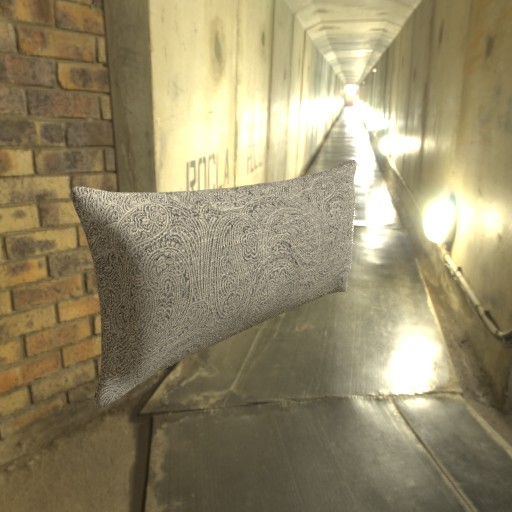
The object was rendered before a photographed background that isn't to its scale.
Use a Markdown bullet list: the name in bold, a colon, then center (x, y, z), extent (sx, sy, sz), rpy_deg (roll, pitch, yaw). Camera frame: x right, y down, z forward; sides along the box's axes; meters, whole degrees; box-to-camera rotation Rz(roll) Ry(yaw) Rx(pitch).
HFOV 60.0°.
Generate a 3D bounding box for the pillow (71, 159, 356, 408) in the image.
- **pillow**: center (0.000, 0.000, 0.761), extent (0.151, 0.295, 0.615), rpy_deg (15, 22, 41)
